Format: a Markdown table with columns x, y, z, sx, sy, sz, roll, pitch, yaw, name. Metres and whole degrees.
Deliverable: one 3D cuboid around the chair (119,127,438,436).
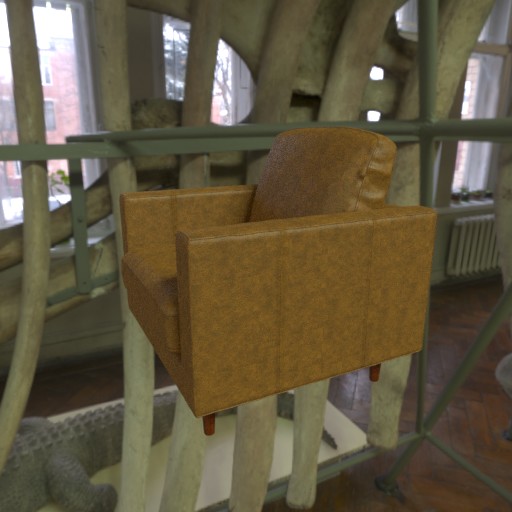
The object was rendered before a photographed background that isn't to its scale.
| x | y | z | sx | sy | sz | roll | pitch | yaw | name |
| --- | --- | --- | --- | --- | --- | --- | --- | --- | --- |
| 0.000 | 0.000 | 1.707 | 0.909 | 0.956 | 0.890 | -8 | 18 | -26 | chair |
